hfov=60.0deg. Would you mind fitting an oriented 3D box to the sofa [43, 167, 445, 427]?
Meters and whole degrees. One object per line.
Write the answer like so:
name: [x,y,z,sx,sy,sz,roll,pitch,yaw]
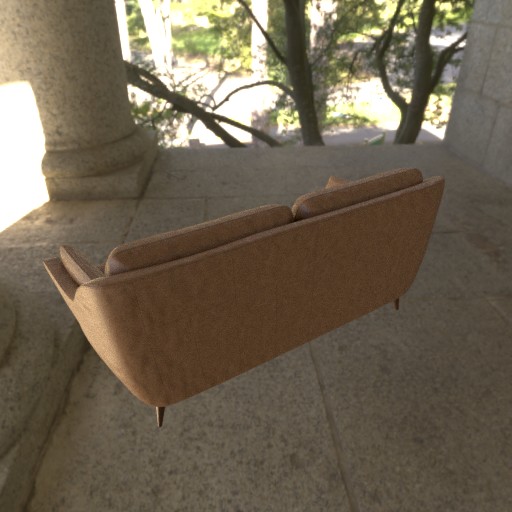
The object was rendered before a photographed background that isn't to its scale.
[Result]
sofa: [0.000,0.000,2.316,1.902,0.839,0.904,-19,35,-28]
